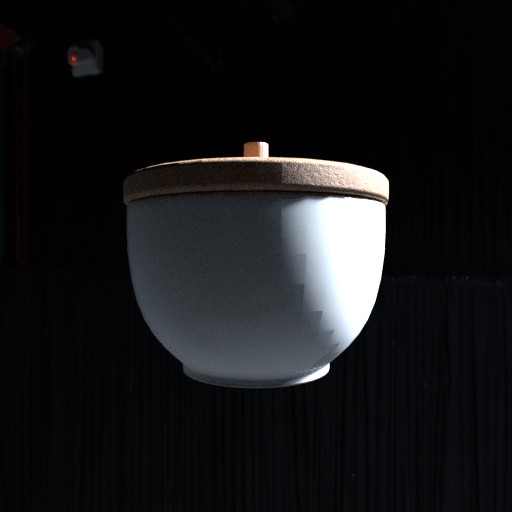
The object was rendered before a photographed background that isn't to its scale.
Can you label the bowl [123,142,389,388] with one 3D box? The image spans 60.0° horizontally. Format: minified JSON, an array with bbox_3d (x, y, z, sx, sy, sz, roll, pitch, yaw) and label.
[{"bbox_3d":[0.000,0.000,0.220,0.126,0.110,0.126,0,1,0],"label":"bowl"}]
